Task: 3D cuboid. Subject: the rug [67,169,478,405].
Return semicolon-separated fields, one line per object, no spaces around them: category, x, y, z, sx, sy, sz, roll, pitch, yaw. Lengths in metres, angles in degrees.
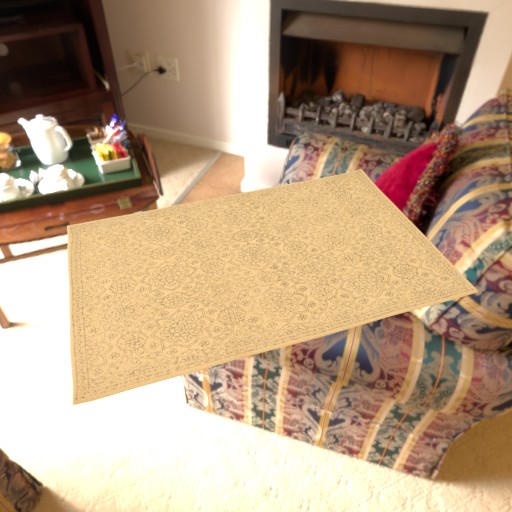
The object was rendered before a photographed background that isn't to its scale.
rug;0.000;0.000;3.008;2.434;0.023;1.518;-13;44;-14
